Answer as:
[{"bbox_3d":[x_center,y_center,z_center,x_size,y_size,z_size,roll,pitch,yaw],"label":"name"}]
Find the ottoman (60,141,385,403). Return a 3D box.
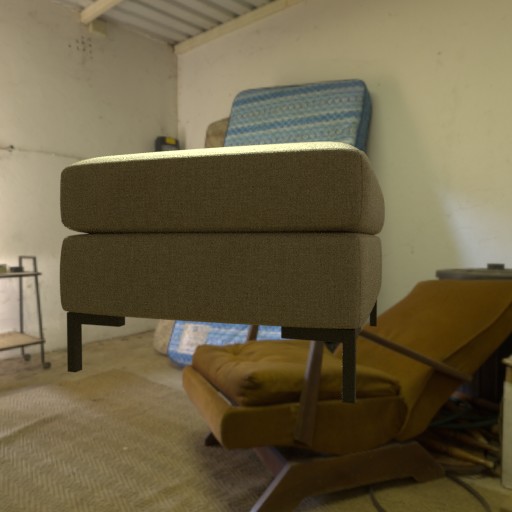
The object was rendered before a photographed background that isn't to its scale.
[{"bbox_3d":[0.000,0.000,1.232,0.671,0.490,0.820,1,2,18],"label":"ottoman"}]
